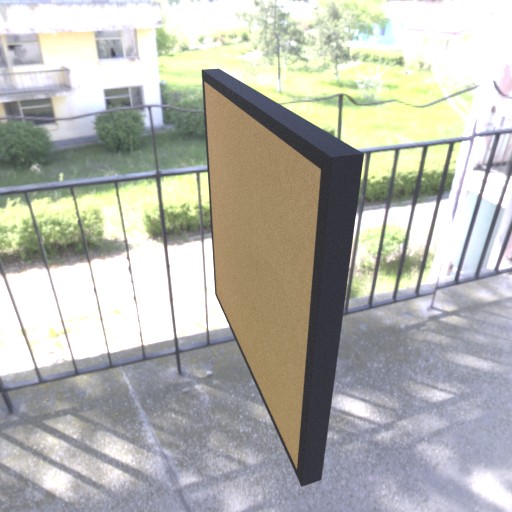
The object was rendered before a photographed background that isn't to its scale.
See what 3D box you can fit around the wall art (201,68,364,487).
[{"bbox_3d":[0.000,0.000,0.738,0.033,0.507,0.508,-10,33,-16],"label":"wall art"}]
